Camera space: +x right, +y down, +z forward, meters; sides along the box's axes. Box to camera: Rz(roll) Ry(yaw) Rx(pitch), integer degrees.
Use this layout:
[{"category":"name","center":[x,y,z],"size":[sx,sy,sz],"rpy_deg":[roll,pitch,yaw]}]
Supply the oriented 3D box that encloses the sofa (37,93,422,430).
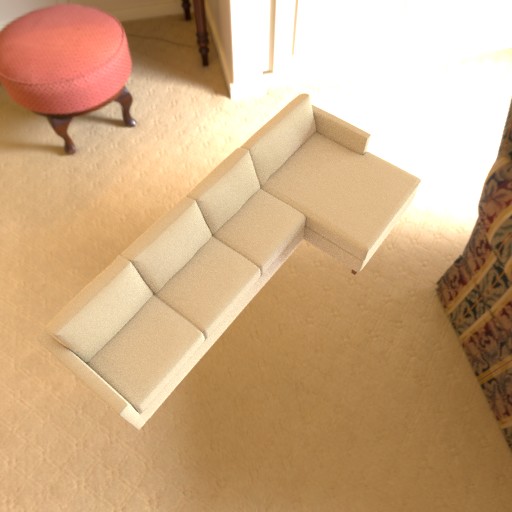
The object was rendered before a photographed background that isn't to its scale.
[{"category":"sofa","center":[0.000,0.000,4.035],"size":[1.599,0.954,3.471],"rpy_deg":[34,65,18]}]
